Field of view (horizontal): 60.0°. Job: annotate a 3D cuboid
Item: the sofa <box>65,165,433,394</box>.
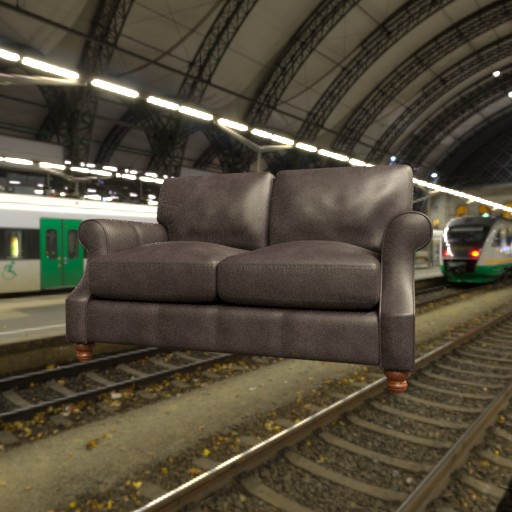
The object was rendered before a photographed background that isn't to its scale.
[{"bbox_3d":[0.000,0.000,2.270,1.663,0.979,1.030,0,1,19],"label":"sofa"}]
